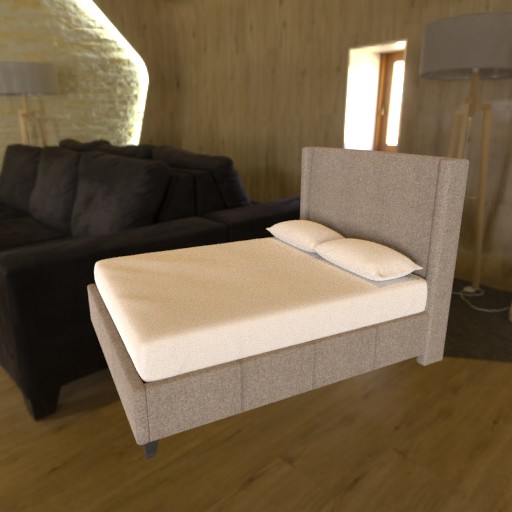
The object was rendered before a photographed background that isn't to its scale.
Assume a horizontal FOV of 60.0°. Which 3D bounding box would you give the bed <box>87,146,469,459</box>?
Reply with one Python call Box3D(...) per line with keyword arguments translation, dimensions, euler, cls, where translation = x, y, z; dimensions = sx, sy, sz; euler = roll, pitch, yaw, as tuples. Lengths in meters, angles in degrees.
Box3D(translation=(0.000, 0.000, 3.310), dimensions=(2.245, 1.476, 1.714), euler=(-8, 19, -26), cls="bed")
